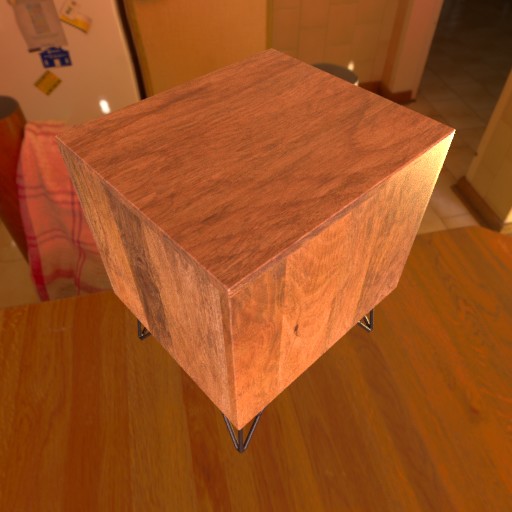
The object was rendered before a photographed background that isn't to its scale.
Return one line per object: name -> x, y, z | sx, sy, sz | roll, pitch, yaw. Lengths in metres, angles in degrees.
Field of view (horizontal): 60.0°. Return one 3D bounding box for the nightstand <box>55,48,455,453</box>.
nightstand -> 0.000, 0.000, 0.877 | 0.457, 0.559, 0.406 | -35, 56, -27
